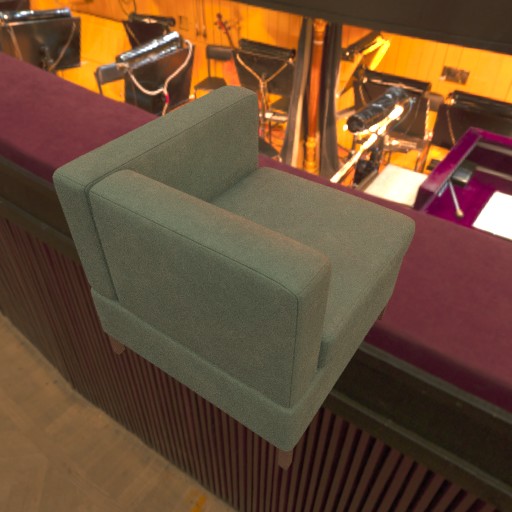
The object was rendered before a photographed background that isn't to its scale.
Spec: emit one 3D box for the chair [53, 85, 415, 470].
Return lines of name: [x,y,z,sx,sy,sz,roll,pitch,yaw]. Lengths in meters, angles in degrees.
chair: [0.000,0.000,1.236,0.680,0.660,0.680,25,47,25]
